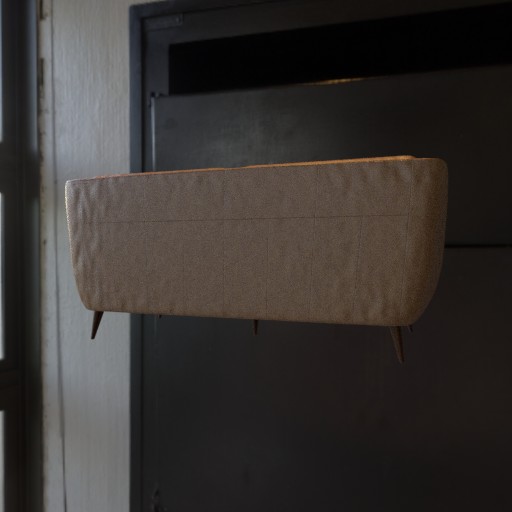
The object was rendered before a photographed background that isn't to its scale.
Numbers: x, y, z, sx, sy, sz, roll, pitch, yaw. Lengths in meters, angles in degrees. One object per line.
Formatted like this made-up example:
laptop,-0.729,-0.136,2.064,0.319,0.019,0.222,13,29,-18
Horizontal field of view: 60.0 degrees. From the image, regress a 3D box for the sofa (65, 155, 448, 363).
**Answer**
sofa,0.000,0.000,2.358,1.902,0.839,0.904,0,1,19
